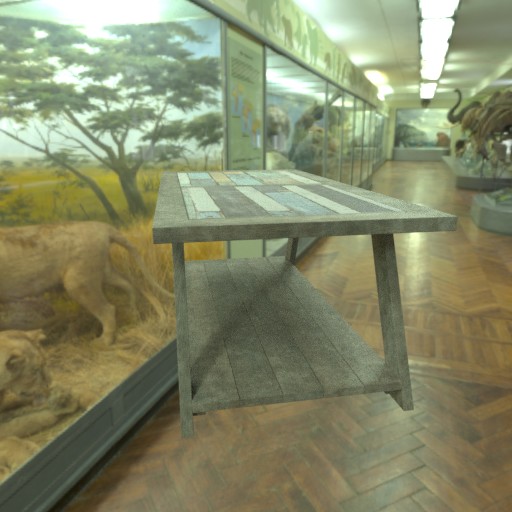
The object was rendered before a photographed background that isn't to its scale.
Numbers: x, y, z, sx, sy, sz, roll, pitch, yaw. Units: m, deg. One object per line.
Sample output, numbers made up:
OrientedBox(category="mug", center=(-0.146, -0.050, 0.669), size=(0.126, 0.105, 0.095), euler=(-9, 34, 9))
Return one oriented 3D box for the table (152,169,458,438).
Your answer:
OrientedBox(category="table", center=(0.000, 0.000, 1.490), size=(0.610, 0.470, 1.219), euler=(-3, 16, -10))
